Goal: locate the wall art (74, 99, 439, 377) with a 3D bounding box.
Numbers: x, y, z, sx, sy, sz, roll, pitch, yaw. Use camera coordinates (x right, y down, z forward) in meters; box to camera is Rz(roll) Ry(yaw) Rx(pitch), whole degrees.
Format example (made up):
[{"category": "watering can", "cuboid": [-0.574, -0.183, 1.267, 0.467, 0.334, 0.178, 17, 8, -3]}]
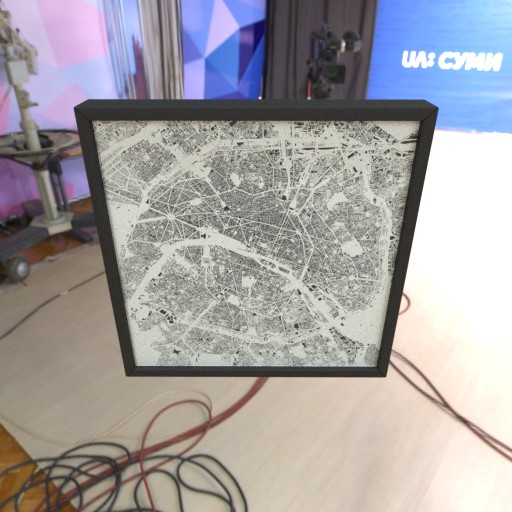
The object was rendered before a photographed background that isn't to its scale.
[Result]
[{"category": "wall art", "cuboid": [0.000, 0.000, 0.459, 0.305, 0.305, 0.037, 0, 29, 0]}]
